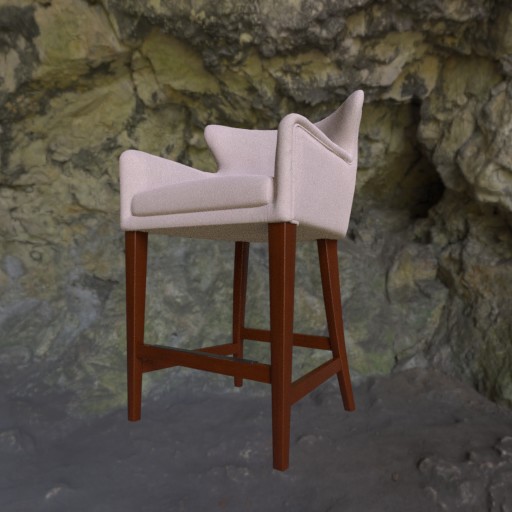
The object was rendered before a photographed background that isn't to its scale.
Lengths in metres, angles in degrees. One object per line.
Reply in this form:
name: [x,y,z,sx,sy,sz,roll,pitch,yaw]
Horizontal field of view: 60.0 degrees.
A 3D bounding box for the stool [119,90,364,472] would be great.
stool: [0.000,0.000,1.340,0.601,0.951,0.570,0,-1,36]
